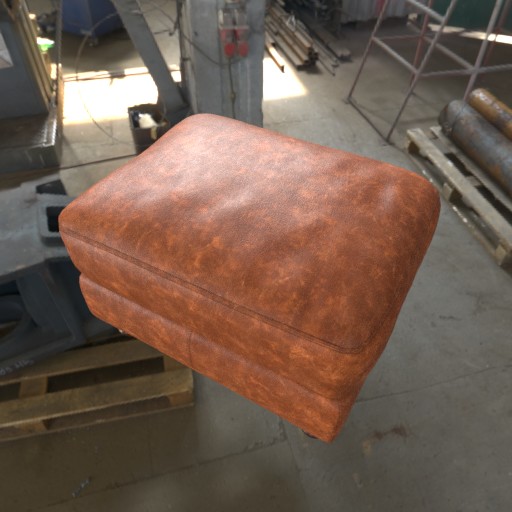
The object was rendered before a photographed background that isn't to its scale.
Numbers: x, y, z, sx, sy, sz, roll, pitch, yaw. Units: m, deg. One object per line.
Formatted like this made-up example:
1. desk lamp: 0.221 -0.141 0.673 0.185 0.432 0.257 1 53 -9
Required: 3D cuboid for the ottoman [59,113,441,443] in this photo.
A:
1. ottoman: 0.000 0.000 1.245 0.832 0.562 0.657 22 49 21
